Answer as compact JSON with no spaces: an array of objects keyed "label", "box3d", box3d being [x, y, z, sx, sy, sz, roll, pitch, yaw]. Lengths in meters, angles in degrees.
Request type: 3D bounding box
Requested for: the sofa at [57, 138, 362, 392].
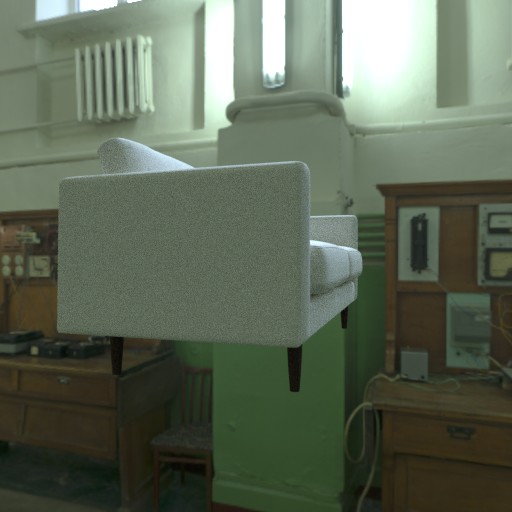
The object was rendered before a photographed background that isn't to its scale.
[{"label":"sofa","box3d":[0.000,0.000,2.219,0.940,0.893,1.713,0,0,18]}]
